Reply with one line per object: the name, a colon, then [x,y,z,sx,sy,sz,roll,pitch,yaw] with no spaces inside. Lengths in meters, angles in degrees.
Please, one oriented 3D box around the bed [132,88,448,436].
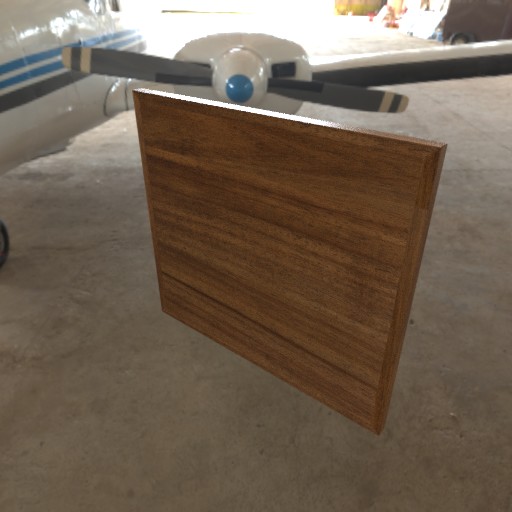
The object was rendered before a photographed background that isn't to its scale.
bed: [0.000,0.000,1.475,1.041,0.940,0.043,22,37,32]
